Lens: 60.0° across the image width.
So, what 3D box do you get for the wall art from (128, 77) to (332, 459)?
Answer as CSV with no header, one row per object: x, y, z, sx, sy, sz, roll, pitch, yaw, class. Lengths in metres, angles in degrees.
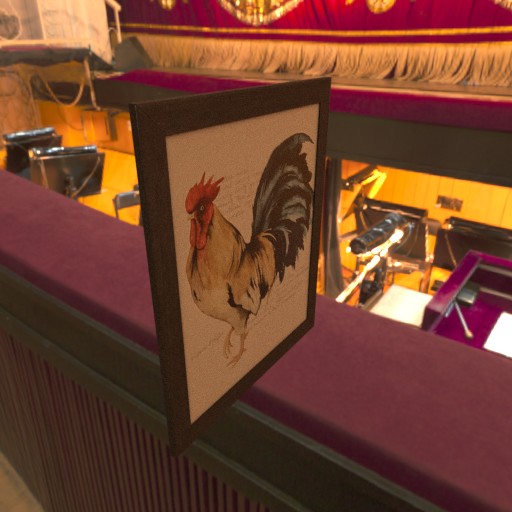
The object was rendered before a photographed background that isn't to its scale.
0.000,0.000,0.797,0.013,0.570,0.476,18,31,32,wall art
